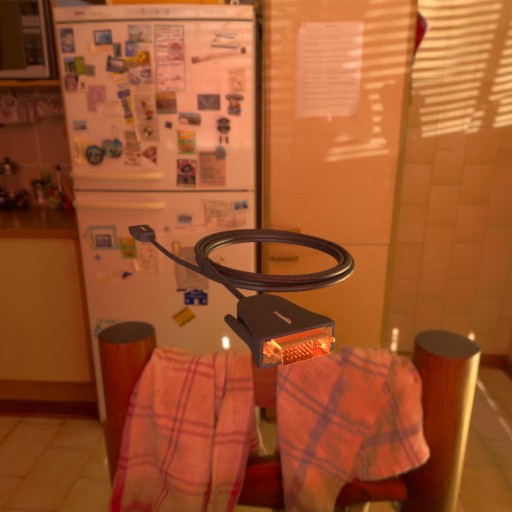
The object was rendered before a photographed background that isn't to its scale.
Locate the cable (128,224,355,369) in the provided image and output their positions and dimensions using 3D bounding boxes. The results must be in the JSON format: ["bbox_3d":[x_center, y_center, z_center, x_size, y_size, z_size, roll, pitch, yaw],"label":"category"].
[{"bbox_3d":[0.000,0.000,0.334,0.136,0.015,0.281,-8,18,-26],"label":"cable"}]
